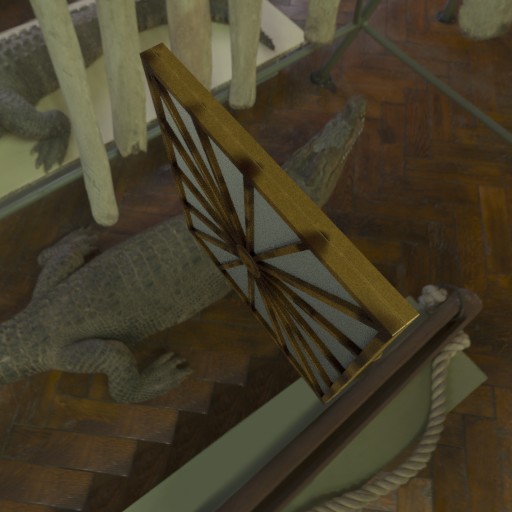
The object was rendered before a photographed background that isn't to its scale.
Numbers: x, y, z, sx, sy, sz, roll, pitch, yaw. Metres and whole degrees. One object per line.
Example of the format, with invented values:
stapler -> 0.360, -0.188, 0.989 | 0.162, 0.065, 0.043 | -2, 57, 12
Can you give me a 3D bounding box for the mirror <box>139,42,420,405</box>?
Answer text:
mirror -> 0.000, 0.000, 0.767 | 0.042, 0.507, 0.509 | -34, 69, -15
